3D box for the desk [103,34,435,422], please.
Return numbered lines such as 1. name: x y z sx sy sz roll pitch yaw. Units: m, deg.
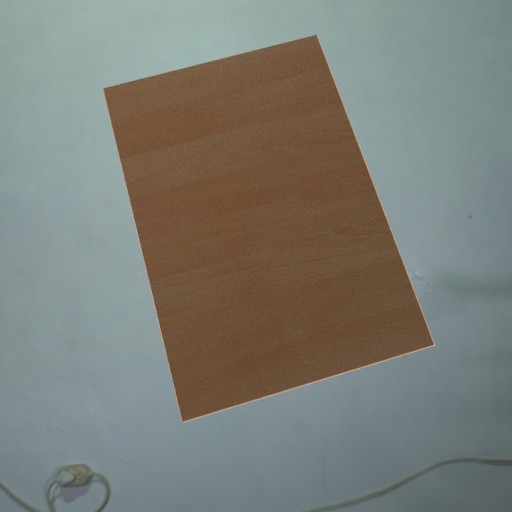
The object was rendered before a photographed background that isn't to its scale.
1. desk: 0.000 0.000 1.096 0.404 0.730 0.600 -16 77 -4
